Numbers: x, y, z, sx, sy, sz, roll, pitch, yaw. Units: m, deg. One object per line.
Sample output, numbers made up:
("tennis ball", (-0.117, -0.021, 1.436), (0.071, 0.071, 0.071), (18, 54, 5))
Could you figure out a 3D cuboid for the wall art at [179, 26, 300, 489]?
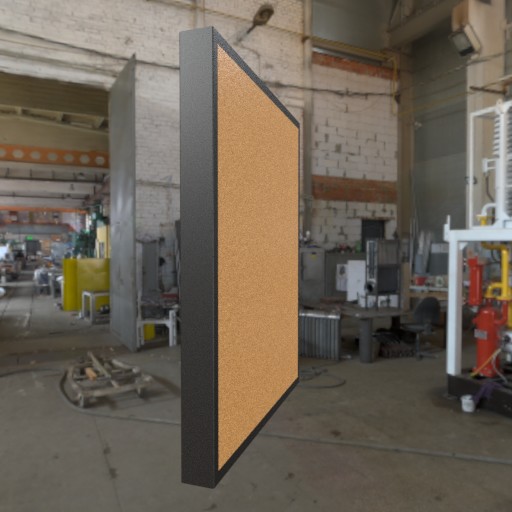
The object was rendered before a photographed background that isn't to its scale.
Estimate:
("wall art", (0.000, 0.000, 0.497), (0.030, 0.369, 0.294), (0, 1, 19))
